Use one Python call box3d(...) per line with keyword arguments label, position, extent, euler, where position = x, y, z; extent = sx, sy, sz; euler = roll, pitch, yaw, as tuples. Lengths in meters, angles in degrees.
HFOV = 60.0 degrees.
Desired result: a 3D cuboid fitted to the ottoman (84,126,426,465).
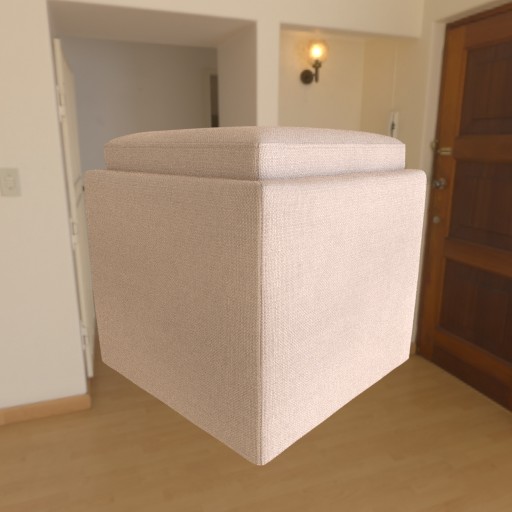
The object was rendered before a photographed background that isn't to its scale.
box3d(label="ottoman", position=(0.000, 0.000, 0.828), extent=(0.450, 0.460, 0.451), euler=(13, 19, 42))
